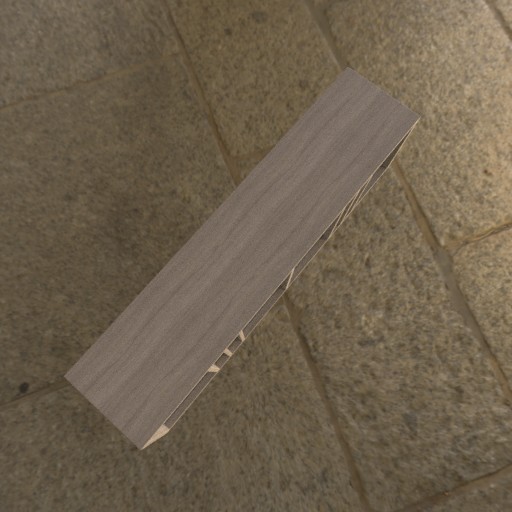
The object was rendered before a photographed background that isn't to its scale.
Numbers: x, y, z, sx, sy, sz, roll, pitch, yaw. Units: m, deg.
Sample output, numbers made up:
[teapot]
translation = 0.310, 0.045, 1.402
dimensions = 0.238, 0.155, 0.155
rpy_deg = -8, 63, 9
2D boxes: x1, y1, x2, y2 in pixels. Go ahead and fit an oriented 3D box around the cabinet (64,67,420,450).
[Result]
[cabinet]
translation = 0.000, 0.000, 2.612
dimensions = 0.499, 0.779, 2.198
rpy_deg = 39, 78, 10
